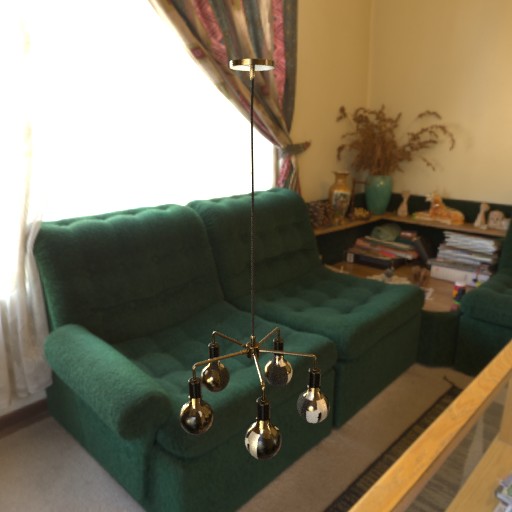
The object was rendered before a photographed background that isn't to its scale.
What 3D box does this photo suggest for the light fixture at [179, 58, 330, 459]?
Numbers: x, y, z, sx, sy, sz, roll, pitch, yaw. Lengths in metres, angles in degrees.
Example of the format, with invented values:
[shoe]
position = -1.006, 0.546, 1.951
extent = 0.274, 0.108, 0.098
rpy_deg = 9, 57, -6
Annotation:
[light fixture]
position = 0.000, 0.000, 1.227
extent = 0.438, 0.988, 0.421
rpy_deg = 8, 18, 26
